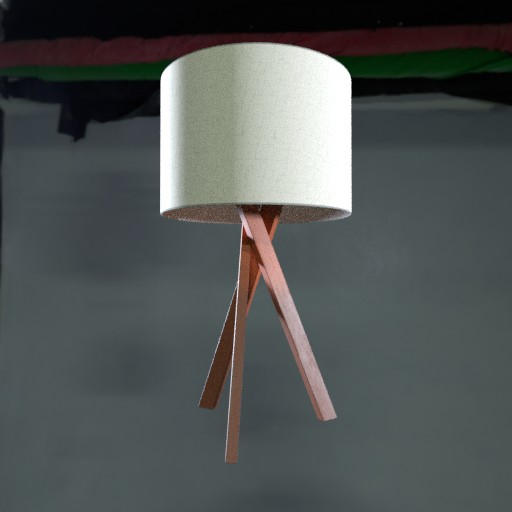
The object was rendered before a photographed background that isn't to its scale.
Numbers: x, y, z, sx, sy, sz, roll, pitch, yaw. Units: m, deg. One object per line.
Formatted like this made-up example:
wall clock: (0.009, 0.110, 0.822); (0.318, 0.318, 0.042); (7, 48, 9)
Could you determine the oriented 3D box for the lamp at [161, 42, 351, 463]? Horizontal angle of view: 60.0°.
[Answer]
lamp: (0.000, 0.000, 0.901); (0.380, 0.686, 0.380); (0, -1, 0)
